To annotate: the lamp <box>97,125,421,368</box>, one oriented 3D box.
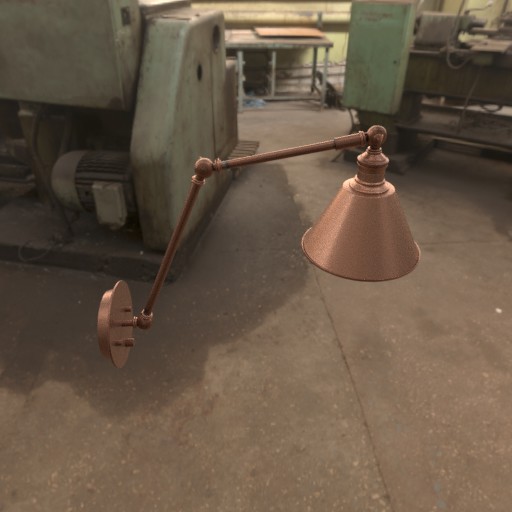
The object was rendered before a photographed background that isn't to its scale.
[{"bbox_3d":[0.000,0.000,0.858,0.624,0.502,0.223,-1,33,-2],"label":"lamp"}]
